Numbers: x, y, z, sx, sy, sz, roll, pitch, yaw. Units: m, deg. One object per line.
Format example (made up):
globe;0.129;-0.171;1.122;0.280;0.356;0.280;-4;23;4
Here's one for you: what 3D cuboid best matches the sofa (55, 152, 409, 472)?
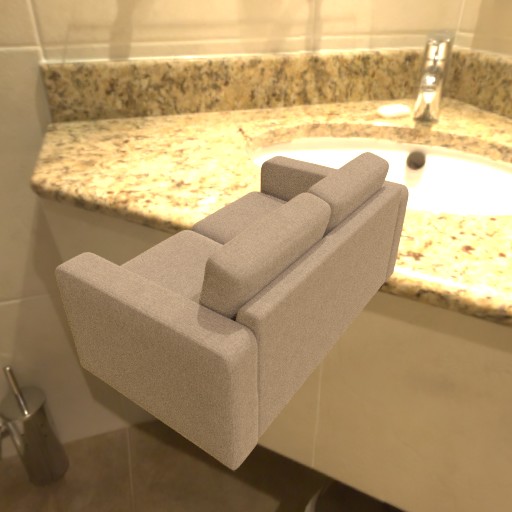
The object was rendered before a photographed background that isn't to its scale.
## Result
sofa;0.000;0.000;2.086;0.900;0.800;1.540;21;38;29
